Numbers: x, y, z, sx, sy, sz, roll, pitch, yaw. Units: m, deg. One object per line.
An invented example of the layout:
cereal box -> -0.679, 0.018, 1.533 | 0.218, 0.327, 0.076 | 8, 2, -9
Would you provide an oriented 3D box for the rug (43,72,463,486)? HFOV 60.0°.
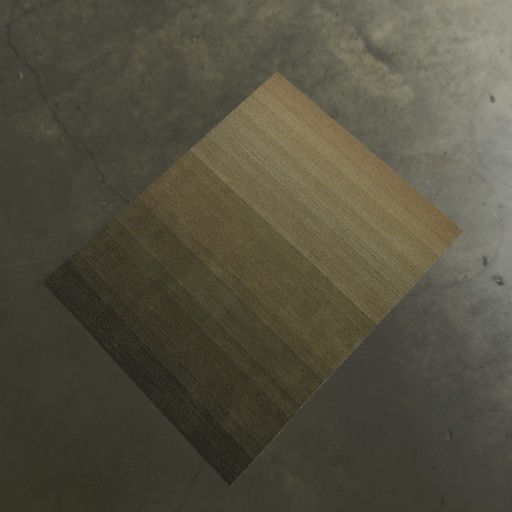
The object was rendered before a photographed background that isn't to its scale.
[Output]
rug -> 0.000, 0.000, 3.892 | 2.315, 0.015, 2.932 | 44, 80, 10
